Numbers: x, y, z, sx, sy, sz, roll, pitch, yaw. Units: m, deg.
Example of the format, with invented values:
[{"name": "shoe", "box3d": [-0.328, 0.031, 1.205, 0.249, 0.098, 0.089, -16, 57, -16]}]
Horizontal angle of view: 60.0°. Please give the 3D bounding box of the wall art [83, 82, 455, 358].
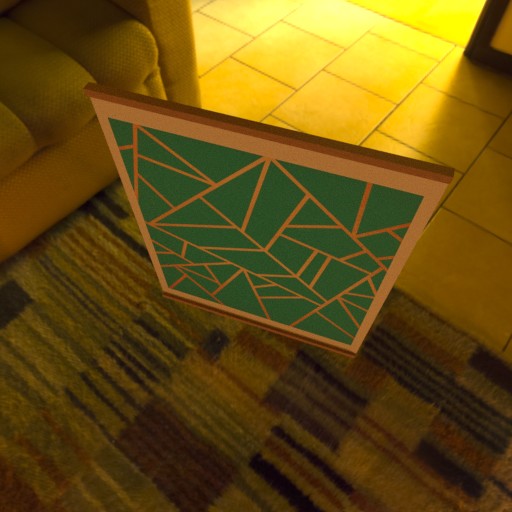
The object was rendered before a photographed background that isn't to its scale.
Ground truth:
[{"name": "wall art", "box3d": [0.000, 0.000, 0.677, 0.405, 0.508, 0.012, 16, 59, 10]}]
